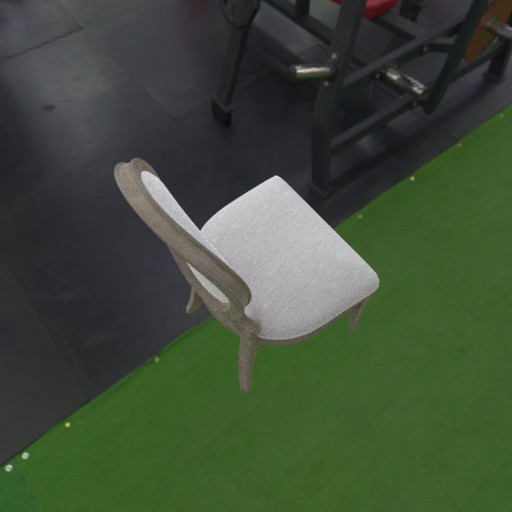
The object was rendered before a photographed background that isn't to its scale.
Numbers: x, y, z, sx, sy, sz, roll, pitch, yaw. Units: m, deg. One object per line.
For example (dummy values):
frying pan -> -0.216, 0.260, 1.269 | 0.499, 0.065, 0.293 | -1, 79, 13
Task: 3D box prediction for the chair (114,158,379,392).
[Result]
chair -> 0.000, 0.000, 1.353 | 0.602, 0.990, 0.558 | -32, 64, -18
